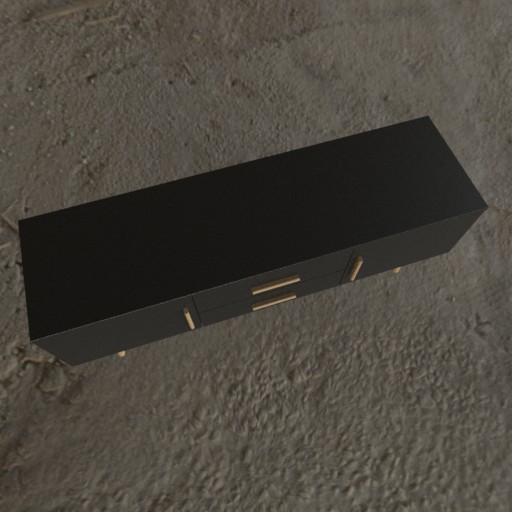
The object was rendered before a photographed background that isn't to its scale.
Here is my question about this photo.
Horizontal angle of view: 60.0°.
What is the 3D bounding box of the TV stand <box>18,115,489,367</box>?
[{"bbox_3d":[0.000,0.000,1.511,1.312,0.518,0.390,-16,65,-8],"label":"TV stand"}]
